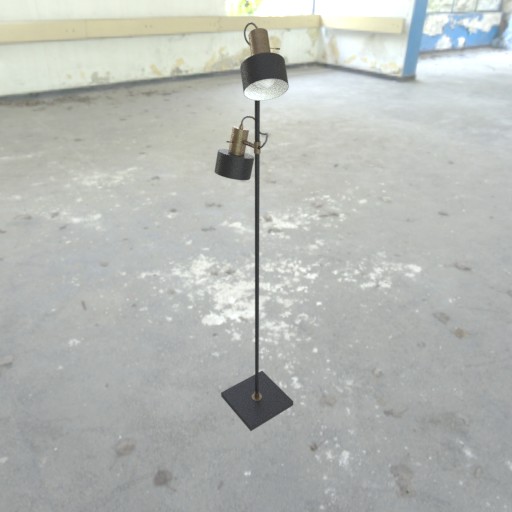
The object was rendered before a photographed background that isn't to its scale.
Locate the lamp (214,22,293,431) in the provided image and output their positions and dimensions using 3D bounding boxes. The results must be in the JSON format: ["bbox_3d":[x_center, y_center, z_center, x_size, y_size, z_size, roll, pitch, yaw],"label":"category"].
[{"bbox_3d":[0.000,0.000,1.613,0.233,1.505,0.315,-20,36,-30],"label":"lamp"}]
